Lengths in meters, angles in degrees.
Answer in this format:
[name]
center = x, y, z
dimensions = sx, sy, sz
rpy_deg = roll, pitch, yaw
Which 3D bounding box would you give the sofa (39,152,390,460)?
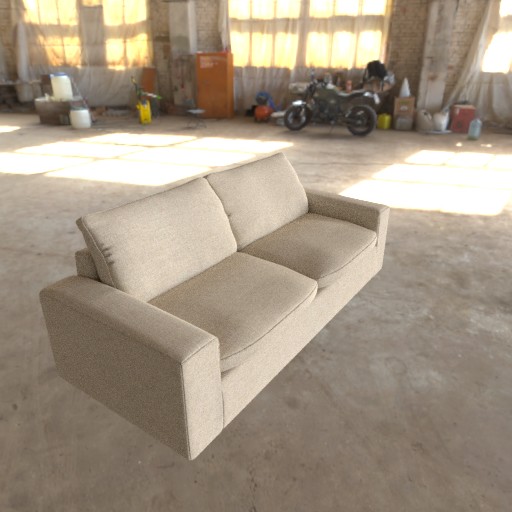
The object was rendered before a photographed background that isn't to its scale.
[sofa]
center = 0.000, 0.000, 2.823
dimensions = 1.040, 0.922, 2.299
rpy_deg = 17, 30, 31
